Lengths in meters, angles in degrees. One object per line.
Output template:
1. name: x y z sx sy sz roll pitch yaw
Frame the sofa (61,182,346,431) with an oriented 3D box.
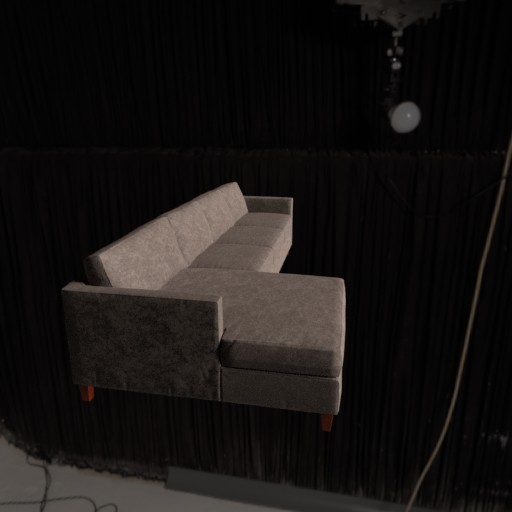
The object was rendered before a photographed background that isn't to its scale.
1. sofa: 0.000 0.000 4.037 1.606 0.954 3.471 3 17 11
